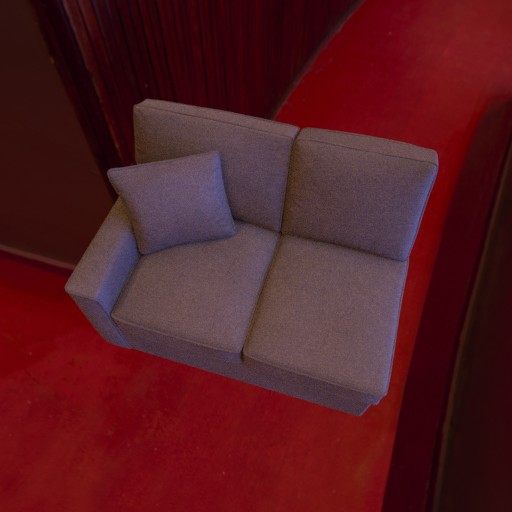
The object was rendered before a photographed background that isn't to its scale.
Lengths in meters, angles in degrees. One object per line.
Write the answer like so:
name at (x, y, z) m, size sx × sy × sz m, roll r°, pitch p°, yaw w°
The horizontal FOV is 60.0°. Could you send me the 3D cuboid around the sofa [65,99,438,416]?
sofa at (0.000, 0.000, 2.091) m, size 1.388 × 0.989 × 0.991 m, roll 14°, pitch 59°, yaw 9°
